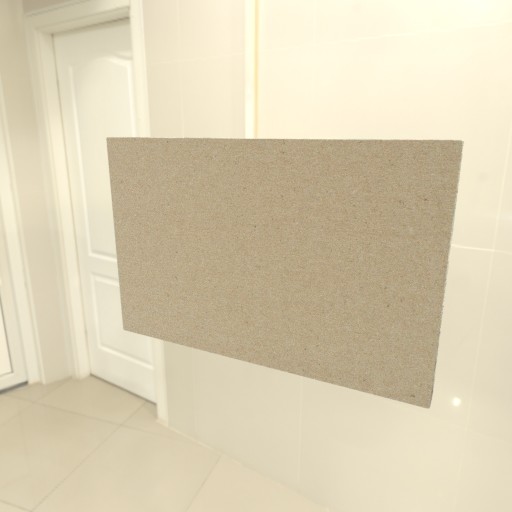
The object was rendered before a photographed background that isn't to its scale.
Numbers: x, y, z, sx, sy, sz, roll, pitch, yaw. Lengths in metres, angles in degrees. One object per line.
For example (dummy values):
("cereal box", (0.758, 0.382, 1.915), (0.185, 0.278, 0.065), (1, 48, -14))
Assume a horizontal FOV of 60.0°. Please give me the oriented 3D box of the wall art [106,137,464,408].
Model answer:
("wall art", (0.000, 0.000, 0.777), (0.618, 0.398, 0.042), (8, 18, 26))
